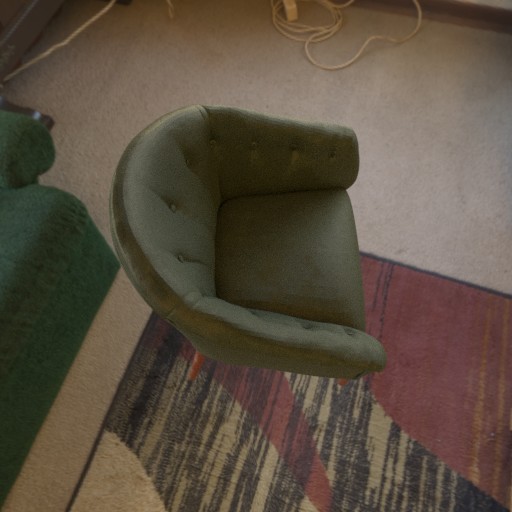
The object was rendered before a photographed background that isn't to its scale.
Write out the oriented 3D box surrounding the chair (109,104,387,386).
[{"bbox_3d":[0.000,0.000,1.519,0.776,0.885,0.851,0,64,0],"label":"chair"}]
